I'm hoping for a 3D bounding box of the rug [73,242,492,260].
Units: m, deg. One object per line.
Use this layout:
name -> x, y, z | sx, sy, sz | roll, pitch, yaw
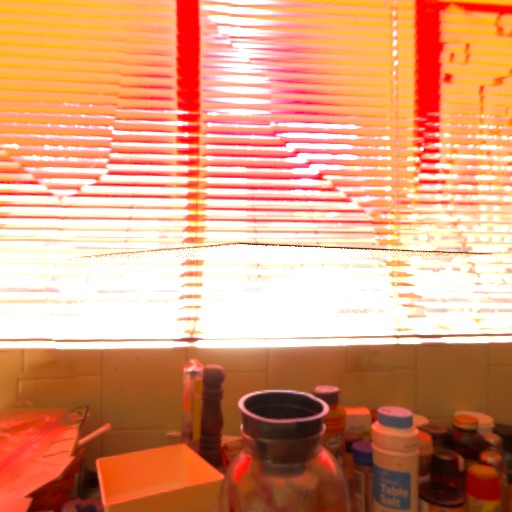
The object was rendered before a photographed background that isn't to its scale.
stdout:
rug -> 0.000, 0.000, 4.037 | 2.434, 0.013, 3.057 | 1, -2, -36
